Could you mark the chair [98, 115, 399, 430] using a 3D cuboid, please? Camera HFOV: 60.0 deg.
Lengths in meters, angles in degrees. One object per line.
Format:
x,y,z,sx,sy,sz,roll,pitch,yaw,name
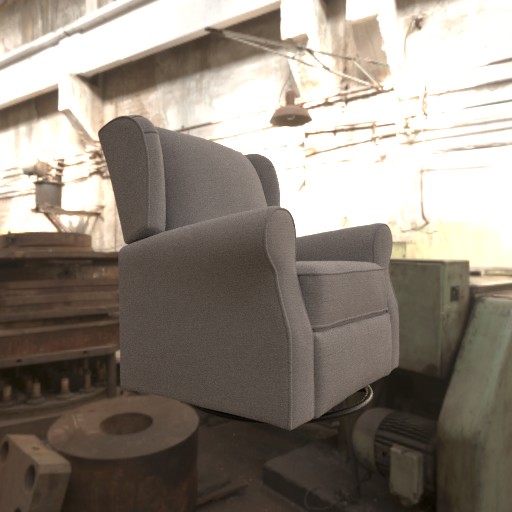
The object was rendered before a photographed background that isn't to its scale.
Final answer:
0.000,0.000,1.647,0.854,0.966,0.906,0,0,36,chair
